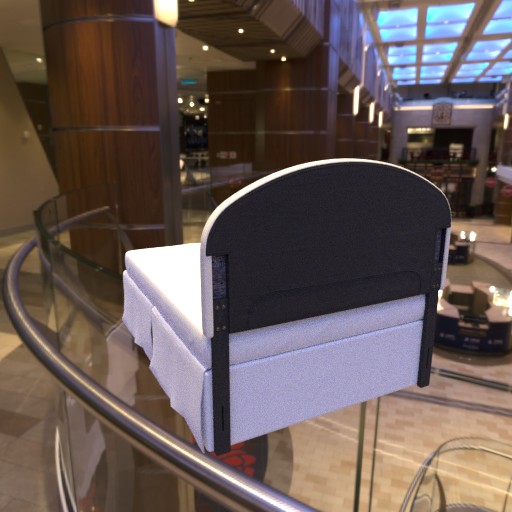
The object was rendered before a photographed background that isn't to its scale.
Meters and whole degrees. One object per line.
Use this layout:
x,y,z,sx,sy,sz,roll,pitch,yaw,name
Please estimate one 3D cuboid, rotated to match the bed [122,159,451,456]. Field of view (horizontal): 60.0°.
0.000,0.000,3.165,1.607,1.410,2.005,-7,16,-26,bed
